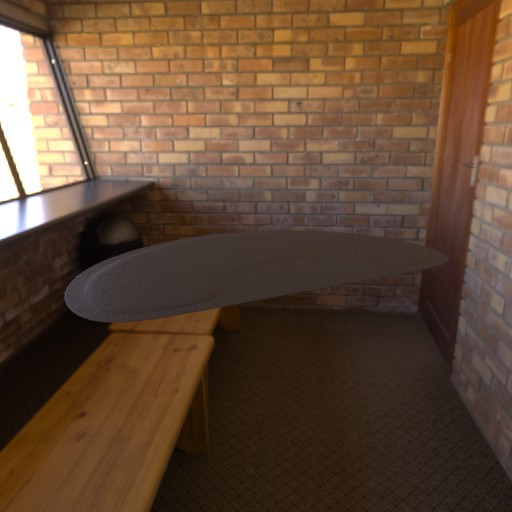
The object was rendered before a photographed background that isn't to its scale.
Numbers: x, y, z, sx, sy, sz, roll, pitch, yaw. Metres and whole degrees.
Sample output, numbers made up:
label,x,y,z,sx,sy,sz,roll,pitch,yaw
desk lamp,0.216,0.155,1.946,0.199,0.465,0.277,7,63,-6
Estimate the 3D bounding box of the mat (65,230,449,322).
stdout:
label,x,y,z,sx,sy,sz,roll,pitch,yaw
mat,0.000,0.000,1.877,1.524,0.013,0.913,-8,18,-26
